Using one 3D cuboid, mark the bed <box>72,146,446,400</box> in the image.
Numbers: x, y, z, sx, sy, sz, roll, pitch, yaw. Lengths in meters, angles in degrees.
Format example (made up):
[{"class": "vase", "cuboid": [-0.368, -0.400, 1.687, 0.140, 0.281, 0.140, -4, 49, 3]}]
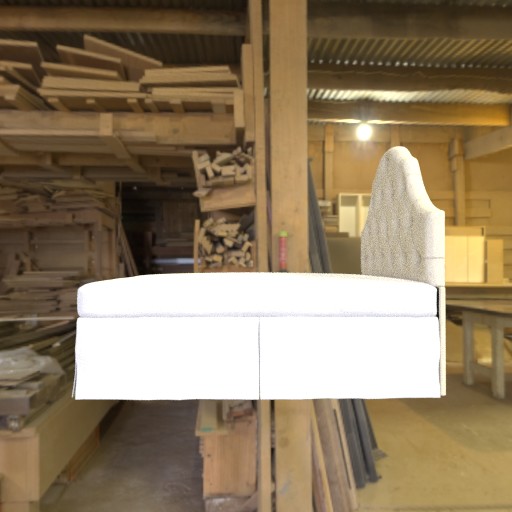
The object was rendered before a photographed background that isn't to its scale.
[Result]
[{"class": "bed", "cuboid": [0.000, 0.000, 3.220, 2.092, 1.575, 1.627, 0, -1, -1]}]
